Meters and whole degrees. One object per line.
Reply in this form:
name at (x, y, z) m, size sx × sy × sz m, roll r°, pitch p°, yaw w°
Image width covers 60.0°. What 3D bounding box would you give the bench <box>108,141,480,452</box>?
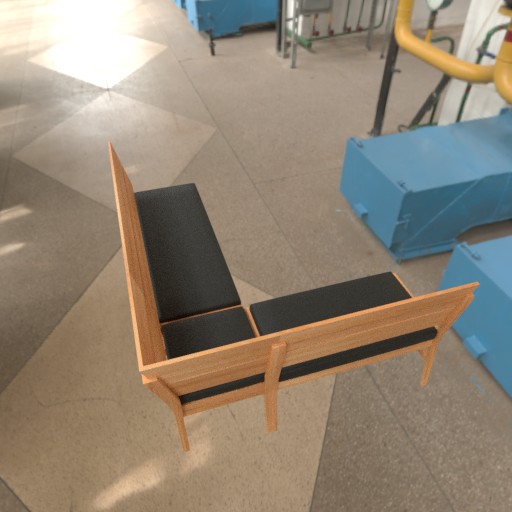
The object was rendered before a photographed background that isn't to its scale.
bench at (0.000, 0.000, 2.851) m, size 1.548 × 0.890 × 1.948 m, roll -12°, pitch 43°, yaw -13°
